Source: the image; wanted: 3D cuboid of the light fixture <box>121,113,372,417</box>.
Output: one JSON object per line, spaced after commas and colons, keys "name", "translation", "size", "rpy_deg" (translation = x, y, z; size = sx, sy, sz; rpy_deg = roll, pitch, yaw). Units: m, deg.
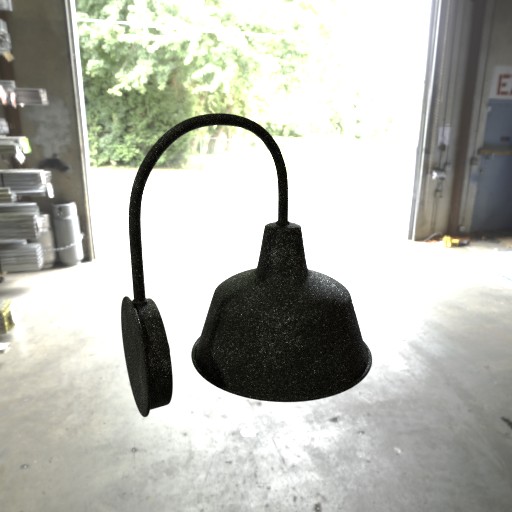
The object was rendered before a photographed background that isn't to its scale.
{"name": "light fixture", "translation": [0.000, 0.000, 0.491], "size": [0.283, 0.300, 0.216], "rpy_deg": [-8, 18, -26]}
